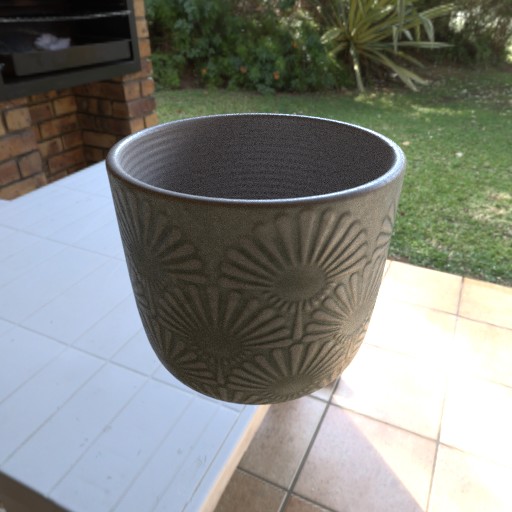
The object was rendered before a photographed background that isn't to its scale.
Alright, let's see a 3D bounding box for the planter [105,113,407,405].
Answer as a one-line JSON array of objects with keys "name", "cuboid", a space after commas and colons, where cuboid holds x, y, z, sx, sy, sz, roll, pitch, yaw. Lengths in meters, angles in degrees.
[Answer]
[{"name": "planter", "cuboid": [0.000, 0.000, 0.216, 0.124, 0.109, 0.124, 0, 30, 0]}]
